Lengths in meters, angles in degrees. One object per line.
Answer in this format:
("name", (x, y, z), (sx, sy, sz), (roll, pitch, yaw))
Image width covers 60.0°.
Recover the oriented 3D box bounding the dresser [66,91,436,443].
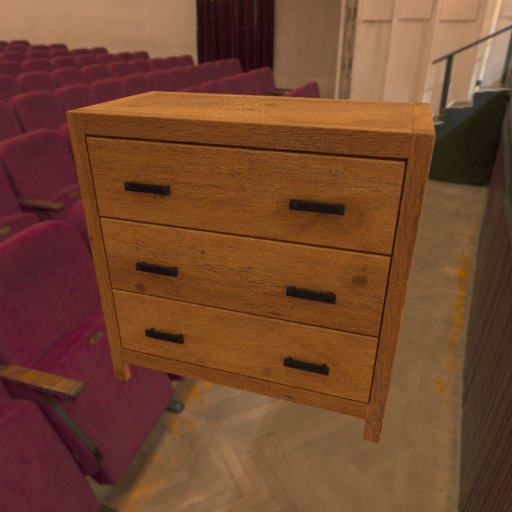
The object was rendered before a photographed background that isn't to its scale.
("dresser", (0.000, 0.000, 1.252), (0.804, 0.804, 0.427), (8, 28, 16))
